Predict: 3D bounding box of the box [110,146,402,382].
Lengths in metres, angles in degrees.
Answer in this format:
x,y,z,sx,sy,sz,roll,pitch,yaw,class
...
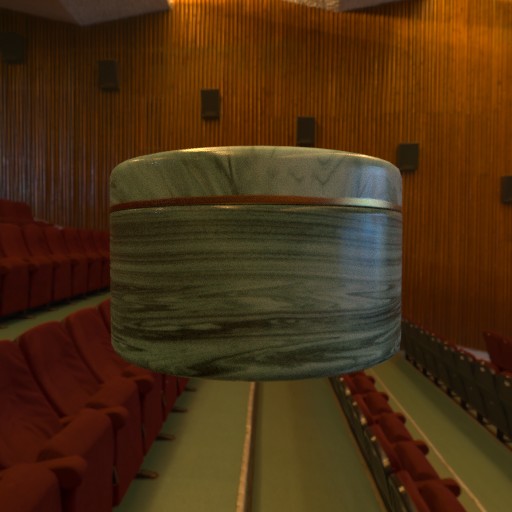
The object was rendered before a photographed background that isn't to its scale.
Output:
x,y,z,sx,sy,sz,roll,pitch,yaw,class
0.000,0.000,0.162,0.101,0.063,0.101,0,2,0,box
